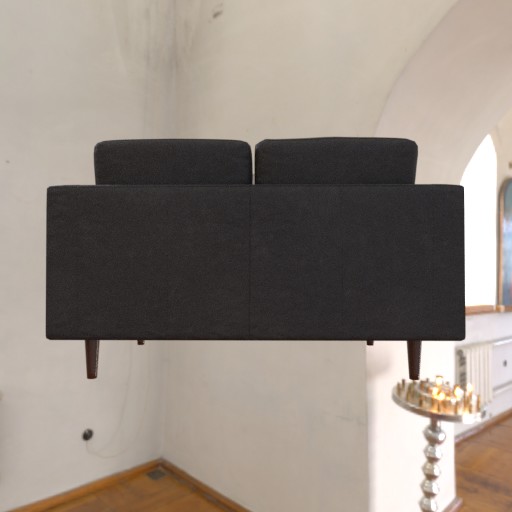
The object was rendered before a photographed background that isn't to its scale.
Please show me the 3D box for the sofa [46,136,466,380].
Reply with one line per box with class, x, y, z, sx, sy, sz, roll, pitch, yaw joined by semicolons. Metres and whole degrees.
sofa;0.000;0.000;1.944;1.430;0.899;0.879;0;-1;1
